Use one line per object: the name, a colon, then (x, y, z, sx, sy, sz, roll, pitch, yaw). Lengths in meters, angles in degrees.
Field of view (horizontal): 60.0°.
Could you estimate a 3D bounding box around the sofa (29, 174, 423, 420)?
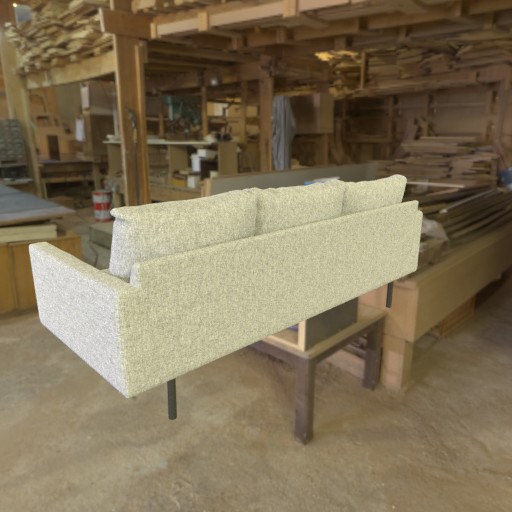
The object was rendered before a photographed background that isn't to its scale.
sofa: (0.000, 0.000, 2.358, 2.000, 0.830, 0.850, -15, 22, -41)
